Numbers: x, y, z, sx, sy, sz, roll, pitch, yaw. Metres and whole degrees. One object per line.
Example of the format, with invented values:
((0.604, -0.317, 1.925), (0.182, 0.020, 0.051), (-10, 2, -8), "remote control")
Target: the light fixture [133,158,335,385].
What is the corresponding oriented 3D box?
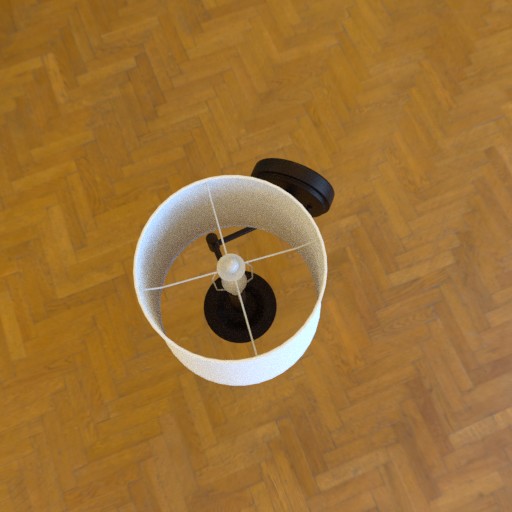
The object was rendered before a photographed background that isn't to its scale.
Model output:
((0.000, 0.000, 0.270), (0.100, 0.172, 0.157), (21, 76, 5), "light fixture")
